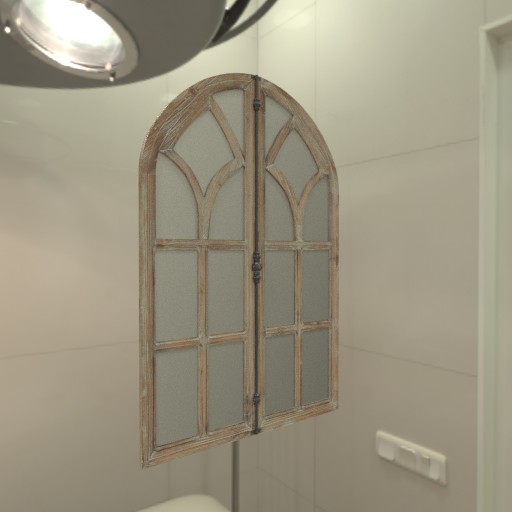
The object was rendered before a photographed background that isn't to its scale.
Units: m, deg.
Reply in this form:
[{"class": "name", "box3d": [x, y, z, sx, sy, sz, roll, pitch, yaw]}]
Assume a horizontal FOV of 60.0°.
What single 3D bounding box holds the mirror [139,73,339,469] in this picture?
[{"class": "mirror", "box3d": [0.000, 0.000, 1.129, 0.609, 0.915, 0.032, -1, 1, -36]}]
